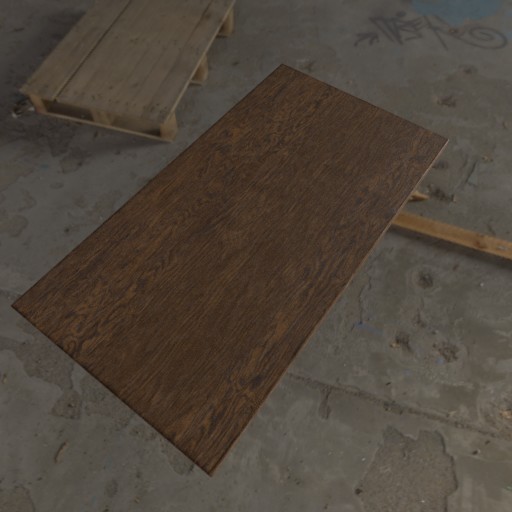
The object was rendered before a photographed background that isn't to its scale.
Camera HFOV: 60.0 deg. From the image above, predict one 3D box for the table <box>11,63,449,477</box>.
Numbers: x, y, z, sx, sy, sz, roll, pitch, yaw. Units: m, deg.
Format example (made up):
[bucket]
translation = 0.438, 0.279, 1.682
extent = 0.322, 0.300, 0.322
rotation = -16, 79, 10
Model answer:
[table]
translation = 0.000, 0.000, 2.431
extent = 1.078, 0.795, 1.989
rotation = 32, 64, 18
